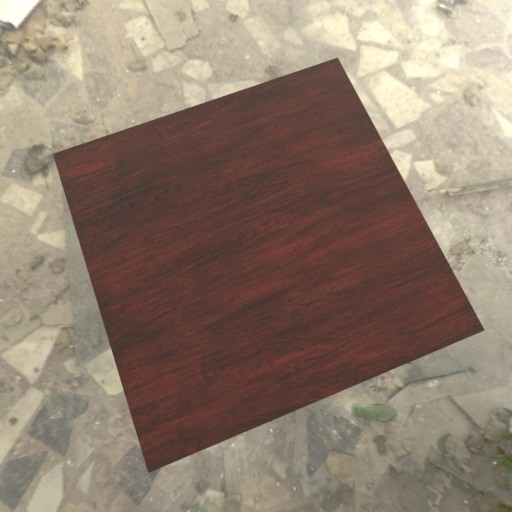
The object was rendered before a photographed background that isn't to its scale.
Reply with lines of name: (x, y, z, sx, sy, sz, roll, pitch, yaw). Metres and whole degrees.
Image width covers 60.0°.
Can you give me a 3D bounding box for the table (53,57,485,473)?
table: (0.000, 0.000, 1.326, 0.865, 0.356, 0.865, -21, 75, -6)
